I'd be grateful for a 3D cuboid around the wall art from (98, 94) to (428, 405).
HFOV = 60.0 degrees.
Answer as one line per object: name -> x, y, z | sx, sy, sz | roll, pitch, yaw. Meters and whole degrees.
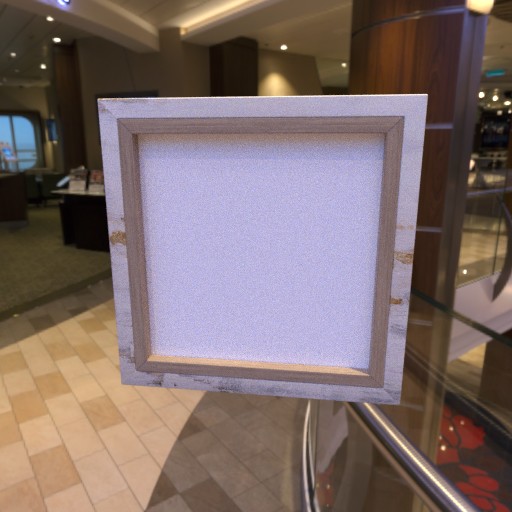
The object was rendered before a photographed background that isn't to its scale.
wall art -> 0.000, 0.000, 0.907 | 0.611, 0.613, 0.040 | 2, 14, 8
